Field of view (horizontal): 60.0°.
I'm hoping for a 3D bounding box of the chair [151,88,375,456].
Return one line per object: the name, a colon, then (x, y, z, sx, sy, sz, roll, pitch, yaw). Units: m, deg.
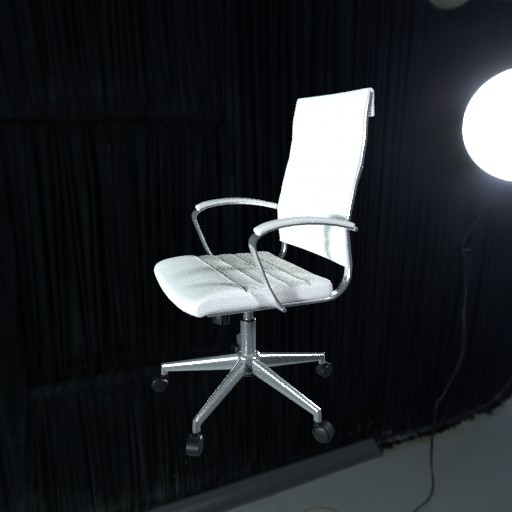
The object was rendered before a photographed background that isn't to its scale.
chair: (0.000, 0.000, 1.628, 0.739, 1.149, 0.766, -7, 16, -25)
